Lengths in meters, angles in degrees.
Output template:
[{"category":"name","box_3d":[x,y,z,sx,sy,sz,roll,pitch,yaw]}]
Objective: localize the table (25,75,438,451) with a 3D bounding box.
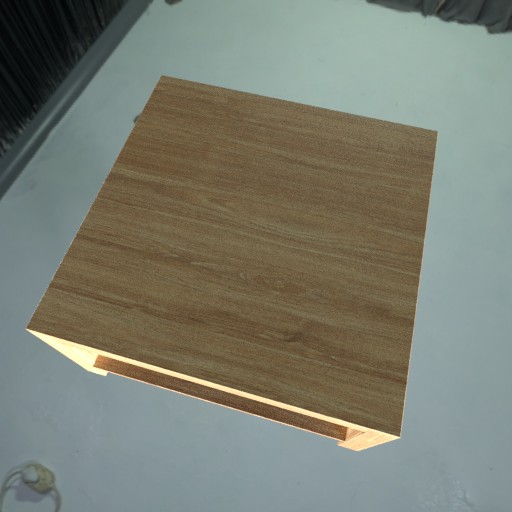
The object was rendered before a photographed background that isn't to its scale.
[{"category":"table","box_3d":[0.000,0.000,1.407,0.900,0.450,0.900,14,64,7]}]
